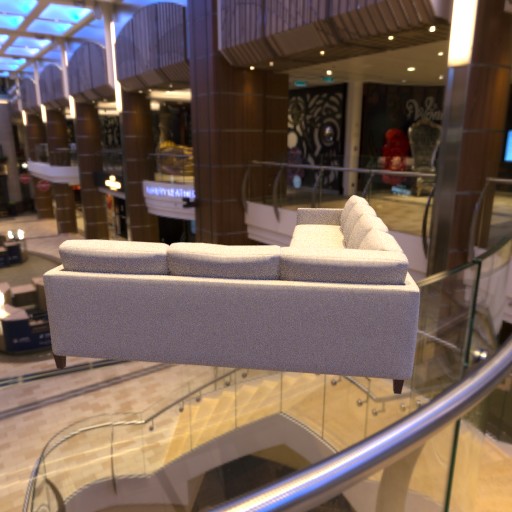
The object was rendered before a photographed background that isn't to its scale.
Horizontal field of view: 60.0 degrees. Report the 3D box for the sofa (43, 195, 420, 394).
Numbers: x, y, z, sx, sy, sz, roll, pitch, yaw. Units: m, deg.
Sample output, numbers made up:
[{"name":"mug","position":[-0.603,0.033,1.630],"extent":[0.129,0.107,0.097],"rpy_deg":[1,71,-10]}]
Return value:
[{"name":"sofa","position":[0.000,0.000,4.462],"extent":[2.522,0.934,3.333],"rpy_deg":[2,15,8]}]
